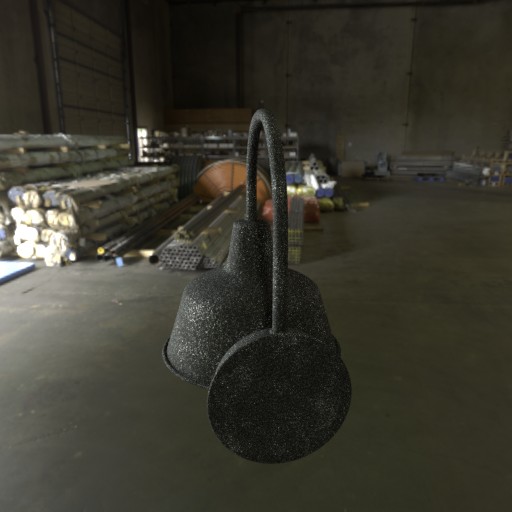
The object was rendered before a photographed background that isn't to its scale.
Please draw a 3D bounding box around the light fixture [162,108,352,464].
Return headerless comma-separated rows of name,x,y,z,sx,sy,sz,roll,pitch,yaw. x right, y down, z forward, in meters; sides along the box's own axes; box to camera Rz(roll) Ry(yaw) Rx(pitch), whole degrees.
light fixture,0.000,0.000,0.482,0.216,0.300,0.283,-2,15,-8
